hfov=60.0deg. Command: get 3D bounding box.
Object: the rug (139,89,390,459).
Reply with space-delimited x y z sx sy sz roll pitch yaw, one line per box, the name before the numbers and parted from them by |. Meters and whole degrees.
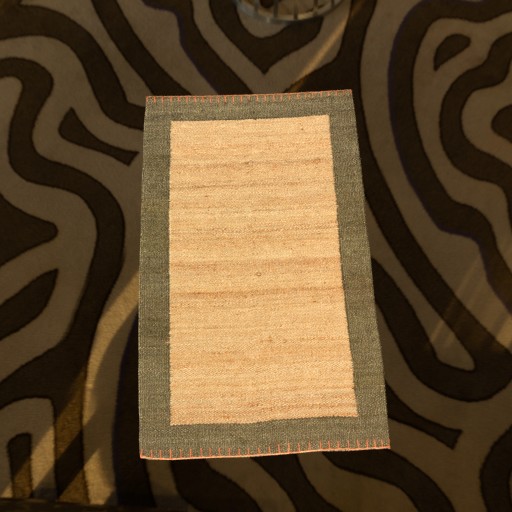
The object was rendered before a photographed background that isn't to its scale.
rug | 0.000 0.000 2.908 1.521 0.006 2.435 -2 76 -1
